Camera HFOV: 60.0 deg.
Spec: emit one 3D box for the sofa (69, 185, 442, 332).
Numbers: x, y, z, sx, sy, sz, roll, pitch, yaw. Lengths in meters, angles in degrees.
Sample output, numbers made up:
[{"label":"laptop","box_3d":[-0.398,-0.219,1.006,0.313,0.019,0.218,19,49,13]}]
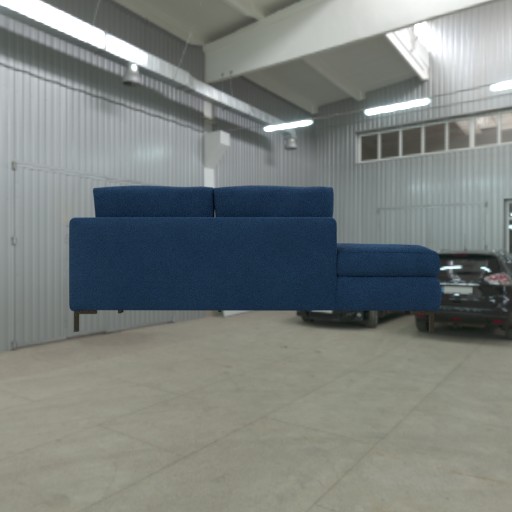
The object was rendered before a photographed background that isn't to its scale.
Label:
[{"label":"sofa","box_3d":[0.000,0.000,3.812,2.007,0.815,2.949,0,0,0]}]
